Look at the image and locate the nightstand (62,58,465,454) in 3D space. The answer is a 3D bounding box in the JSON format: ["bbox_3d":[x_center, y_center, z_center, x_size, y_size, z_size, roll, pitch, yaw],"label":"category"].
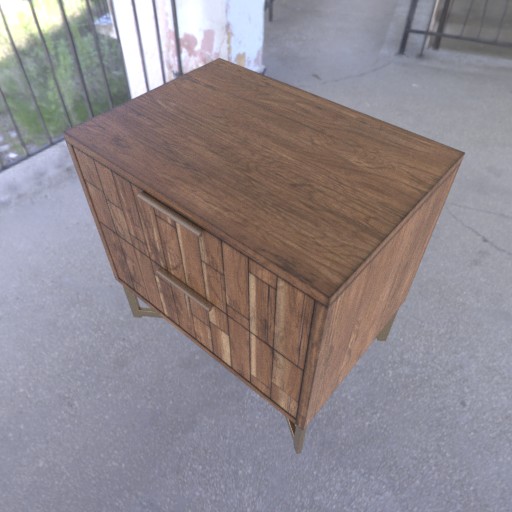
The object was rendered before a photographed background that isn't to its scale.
[{"bbox_3d":[0.000,0.000,1.038,0.610,0.610,0.446,32,55,26],"label":"nightstand"}]
